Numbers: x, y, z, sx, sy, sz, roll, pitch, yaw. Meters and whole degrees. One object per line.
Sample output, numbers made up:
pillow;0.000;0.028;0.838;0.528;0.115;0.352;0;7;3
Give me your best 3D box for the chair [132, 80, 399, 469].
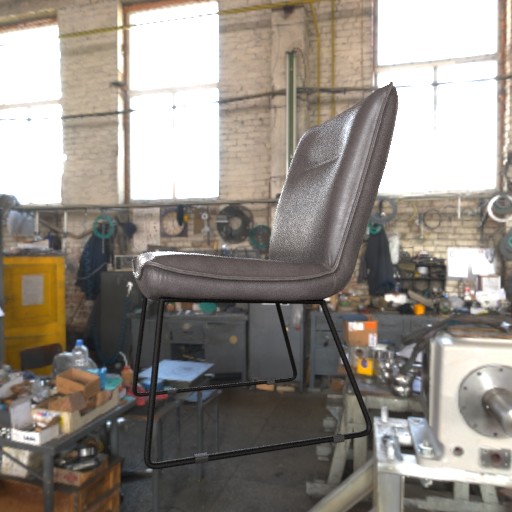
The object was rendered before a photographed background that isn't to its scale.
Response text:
chair;0.000;0.000;1.305;0.688;0.932;0.515;0;1;-18
